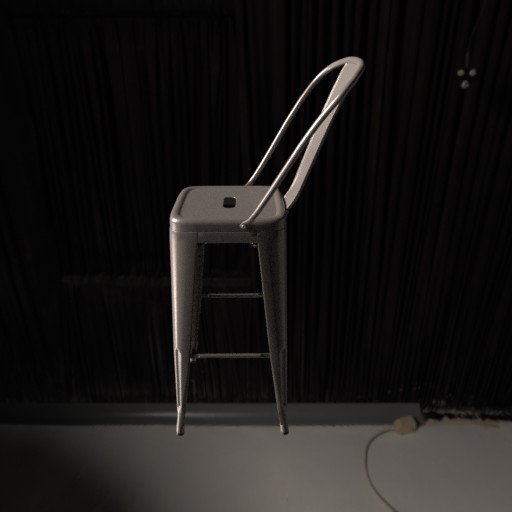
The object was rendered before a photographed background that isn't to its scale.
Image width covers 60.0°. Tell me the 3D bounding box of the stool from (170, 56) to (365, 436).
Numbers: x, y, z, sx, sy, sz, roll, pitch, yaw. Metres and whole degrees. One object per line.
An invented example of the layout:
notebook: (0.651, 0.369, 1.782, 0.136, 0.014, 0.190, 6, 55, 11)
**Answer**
stool: (0.000, 0.000, 1.337, 0.513, 1.096, 0.399, 0, 27, -1)
